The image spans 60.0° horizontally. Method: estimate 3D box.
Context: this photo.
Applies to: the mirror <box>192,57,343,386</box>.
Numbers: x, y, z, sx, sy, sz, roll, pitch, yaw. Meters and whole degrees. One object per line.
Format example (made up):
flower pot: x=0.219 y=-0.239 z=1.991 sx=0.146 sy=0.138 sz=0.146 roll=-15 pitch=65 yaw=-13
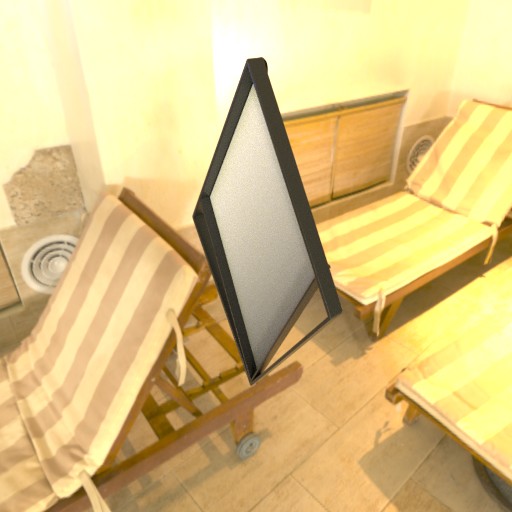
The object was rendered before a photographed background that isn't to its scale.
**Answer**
mirror: x=0.000 y=0.000 z=0.823 sx=0.032 sy=0.679 sz=0.419 roll=-22 pitch=38 yaw=-30
